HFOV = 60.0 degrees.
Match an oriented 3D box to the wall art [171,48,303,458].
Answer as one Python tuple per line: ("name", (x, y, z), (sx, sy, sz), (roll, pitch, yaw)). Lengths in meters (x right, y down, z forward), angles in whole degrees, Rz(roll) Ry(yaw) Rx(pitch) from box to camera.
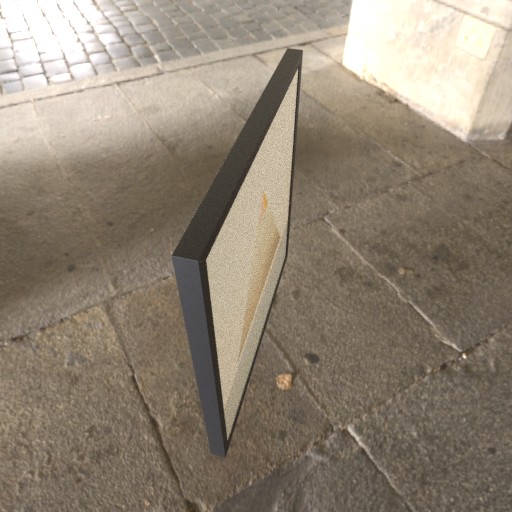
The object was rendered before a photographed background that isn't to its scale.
("wall art", (0.000, 0.000, 1.161), (0.042, 0.766, 0.769), (11, 47, 10))
